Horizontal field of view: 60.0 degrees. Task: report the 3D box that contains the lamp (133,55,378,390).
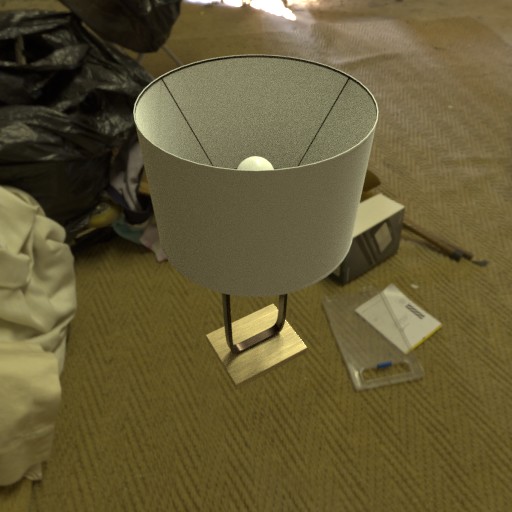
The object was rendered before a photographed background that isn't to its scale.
[{"bbox_3d":[0.000,0.000,0.694,0.279,0.508,0.279,-23,49,-21],"label":"lamp"}]
